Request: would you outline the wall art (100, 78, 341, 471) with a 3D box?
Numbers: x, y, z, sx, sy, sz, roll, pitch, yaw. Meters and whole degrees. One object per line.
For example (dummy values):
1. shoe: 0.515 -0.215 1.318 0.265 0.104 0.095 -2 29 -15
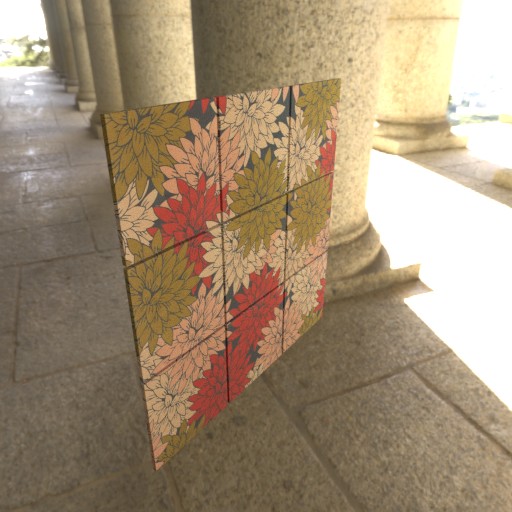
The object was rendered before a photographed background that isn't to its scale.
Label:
1. wall art: 0.000 0.000 1.302 0.013 0.913 0.904 18 32 32
